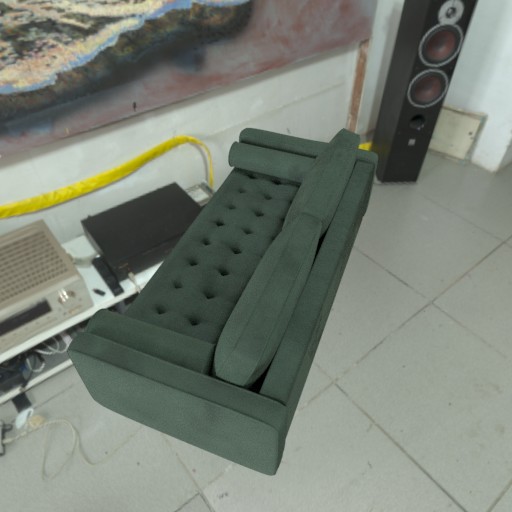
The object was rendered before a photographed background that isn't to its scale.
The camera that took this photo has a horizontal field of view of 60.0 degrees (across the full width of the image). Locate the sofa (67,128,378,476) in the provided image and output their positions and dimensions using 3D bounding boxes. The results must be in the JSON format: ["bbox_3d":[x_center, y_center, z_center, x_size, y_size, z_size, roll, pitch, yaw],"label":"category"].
[{"bbox_3d":[0.000,0.000,2.358,0.916,0.772,1.880,16,47,15],"label":"sofa"}]
